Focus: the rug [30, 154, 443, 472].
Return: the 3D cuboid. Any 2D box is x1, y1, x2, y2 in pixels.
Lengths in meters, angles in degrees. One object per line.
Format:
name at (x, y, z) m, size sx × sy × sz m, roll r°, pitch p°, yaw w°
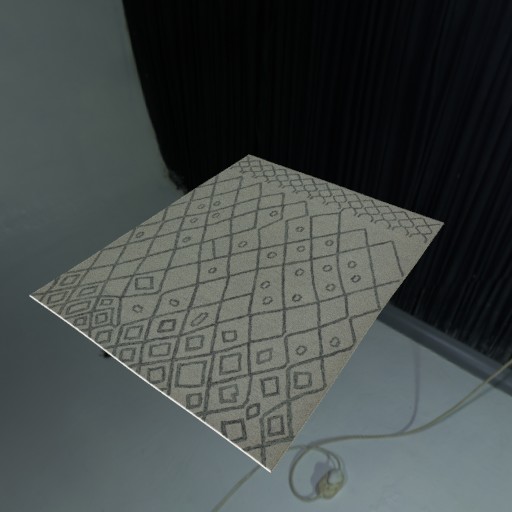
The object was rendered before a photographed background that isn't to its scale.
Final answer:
rug at (0.000, 0.000, 4.069) m, size 2.446 × 0.015 × 3.046 m, roll 25°, pitch 47°, yaw 27°
